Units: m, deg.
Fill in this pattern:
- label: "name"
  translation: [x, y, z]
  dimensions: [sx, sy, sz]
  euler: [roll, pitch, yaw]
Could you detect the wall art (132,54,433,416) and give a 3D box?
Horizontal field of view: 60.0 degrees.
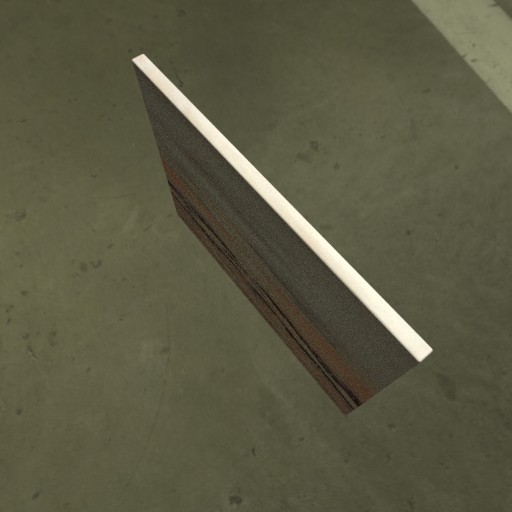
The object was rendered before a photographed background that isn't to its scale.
- label: "wall art"
  translation: [0.000, 0.000, 1.331]
  dimensions: [0.038, 0.763, 1.015]
  euler: [-35, 68, -16]
